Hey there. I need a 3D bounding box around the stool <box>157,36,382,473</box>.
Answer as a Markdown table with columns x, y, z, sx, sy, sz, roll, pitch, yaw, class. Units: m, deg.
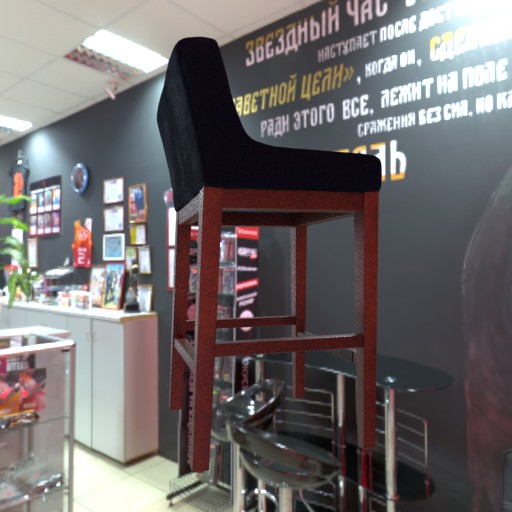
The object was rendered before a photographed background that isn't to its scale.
| x | y | z | sx | sy | sz | roll | pitch | yaw | class |
| --- | --- | --- | --- | --- | --- | --- | --- | --- | --- |
| 0.000 | 0.000 | 1.231 | 0.516 | 0.945 | 0.511 | 0 | -1 | -17 | stool |
